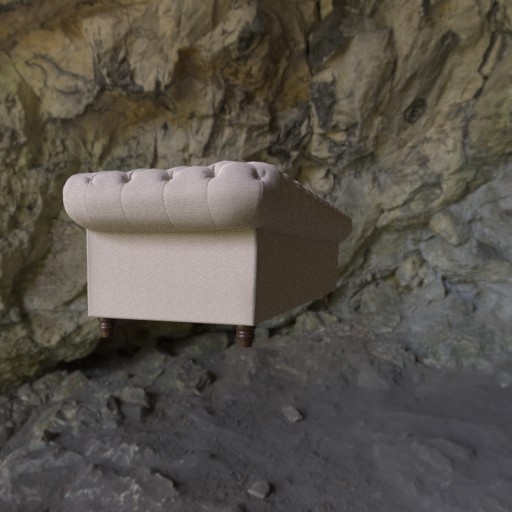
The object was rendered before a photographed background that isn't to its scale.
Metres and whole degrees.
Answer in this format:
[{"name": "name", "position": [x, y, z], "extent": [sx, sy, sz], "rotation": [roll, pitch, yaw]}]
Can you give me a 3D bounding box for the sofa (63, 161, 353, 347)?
[{"name": "sofa", "position": [0.000, 0.000, 3.145], "extent": [1.076, 0.847, 2.694], "rotation": [0, 0, 19]}]
